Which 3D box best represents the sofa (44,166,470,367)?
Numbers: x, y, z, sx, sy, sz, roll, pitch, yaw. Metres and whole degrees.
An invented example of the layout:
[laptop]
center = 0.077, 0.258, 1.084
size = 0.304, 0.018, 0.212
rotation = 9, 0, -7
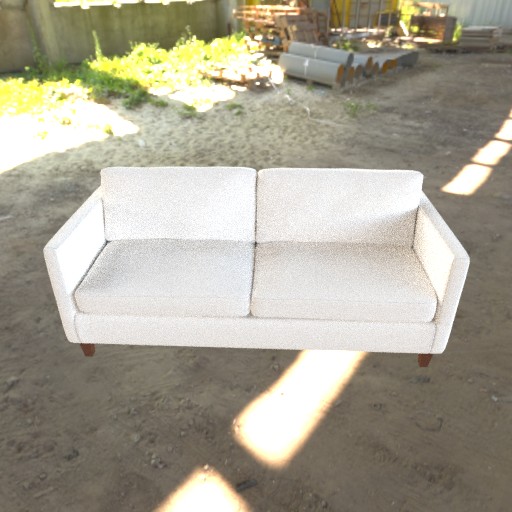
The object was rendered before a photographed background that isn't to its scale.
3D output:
[sofa]
center = 0.000, 0.000, 2.675
size = 2.139, 0.933, 0.924
rotation = 1, 31, 2
